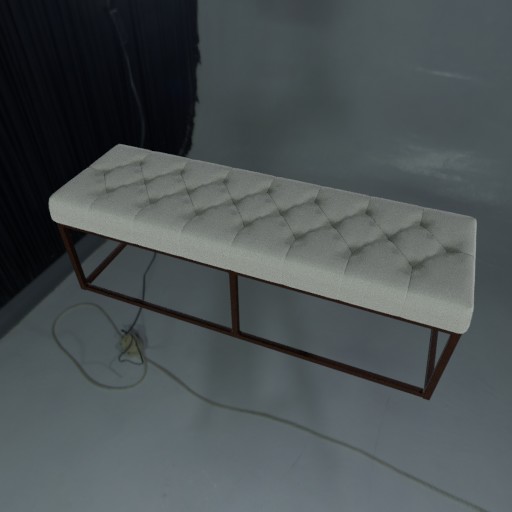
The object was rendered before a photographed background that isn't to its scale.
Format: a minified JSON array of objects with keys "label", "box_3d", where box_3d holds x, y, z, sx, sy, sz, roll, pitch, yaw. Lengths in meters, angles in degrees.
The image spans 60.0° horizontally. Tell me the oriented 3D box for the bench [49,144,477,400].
[{"label":"bench","box_3d":[0.000,0.000,1.722,1.488,0.488,0.479,15,44,16]}]
